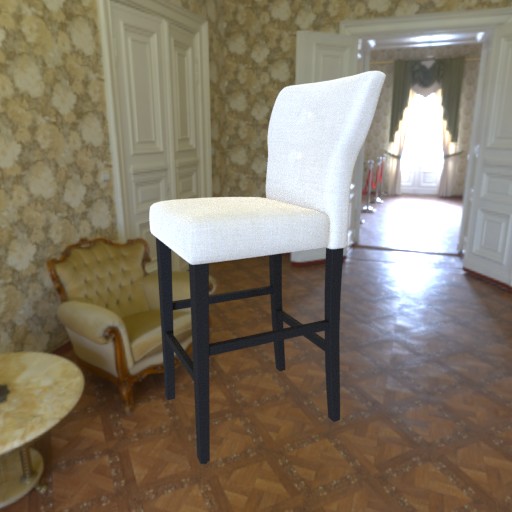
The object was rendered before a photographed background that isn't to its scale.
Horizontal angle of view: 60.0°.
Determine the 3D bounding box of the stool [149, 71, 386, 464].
[{"bbox_3d":[0.000,0.000,1.463,0.603,1.124,0.516,-7,16,-25],"label":"stool"}]
